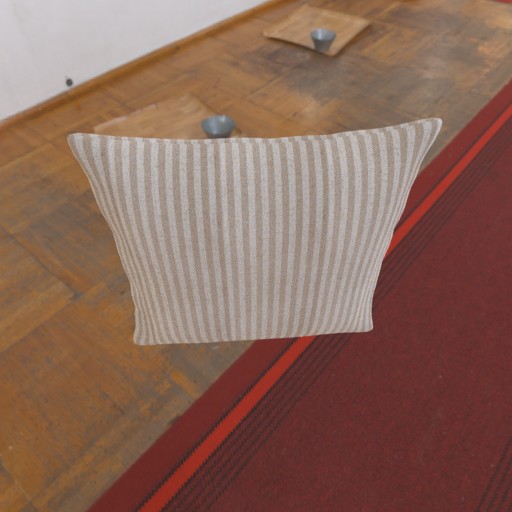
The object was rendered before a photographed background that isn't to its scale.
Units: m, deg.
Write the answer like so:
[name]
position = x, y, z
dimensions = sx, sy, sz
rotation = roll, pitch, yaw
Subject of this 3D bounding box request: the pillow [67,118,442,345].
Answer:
[pillow]
position = 0.000, 0.000, 0.788
dimensions = 0.523, 0.510, 0.166
rotation = -3, 47, -3
